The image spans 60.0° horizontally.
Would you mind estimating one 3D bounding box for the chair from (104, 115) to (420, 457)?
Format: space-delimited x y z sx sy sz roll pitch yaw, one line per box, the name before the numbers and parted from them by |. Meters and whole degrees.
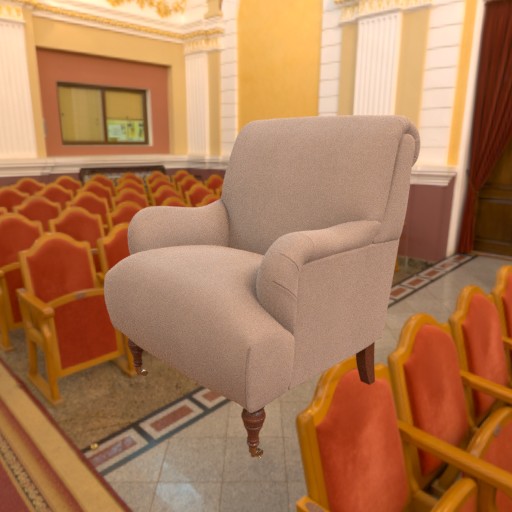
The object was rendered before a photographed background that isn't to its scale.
chair | 0.000 0.000 1.532 0.842 0.942 0.766 -14 21 -43
